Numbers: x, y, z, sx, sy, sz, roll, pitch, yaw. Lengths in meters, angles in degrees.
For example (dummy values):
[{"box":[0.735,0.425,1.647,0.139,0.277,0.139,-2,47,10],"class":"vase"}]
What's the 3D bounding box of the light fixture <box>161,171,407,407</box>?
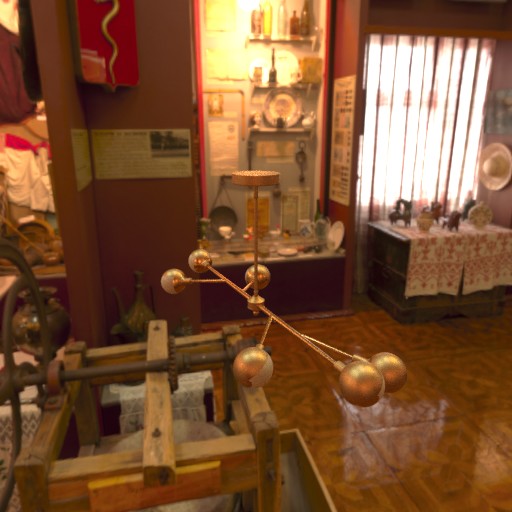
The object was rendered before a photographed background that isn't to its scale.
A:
[{"box":[0.000,0.000,0.979,0.434,0.362,0.778,-3,17,-11],"class":"light fixture"}]
